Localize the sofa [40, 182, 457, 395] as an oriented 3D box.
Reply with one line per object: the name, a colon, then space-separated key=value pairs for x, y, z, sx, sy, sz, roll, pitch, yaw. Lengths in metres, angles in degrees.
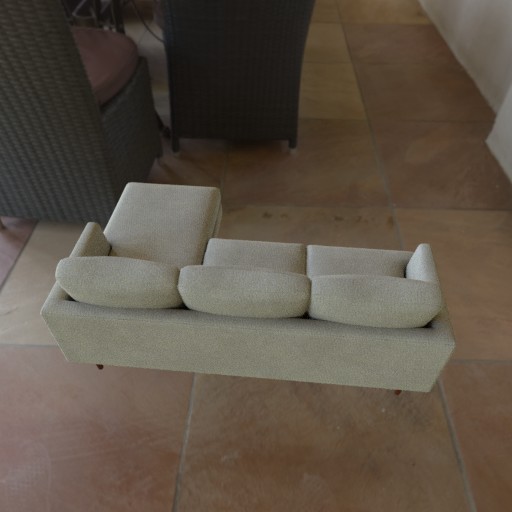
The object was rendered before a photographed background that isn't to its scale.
sofa: x=0.000 y=0.000 z=3.001 sx=2.233 sy=0.956 sz=1.504 roll=4 pitch=46 yaw=4
